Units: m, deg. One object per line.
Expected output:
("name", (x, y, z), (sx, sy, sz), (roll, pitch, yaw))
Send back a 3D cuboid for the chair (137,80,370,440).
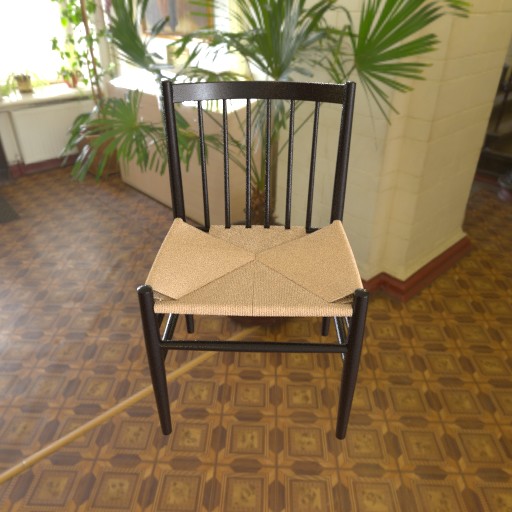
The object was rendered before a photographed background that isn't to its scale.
("chair", (0.000, 0.000, 1.169), (0.495, 0.818, 0.516), (1, 31, 1))
